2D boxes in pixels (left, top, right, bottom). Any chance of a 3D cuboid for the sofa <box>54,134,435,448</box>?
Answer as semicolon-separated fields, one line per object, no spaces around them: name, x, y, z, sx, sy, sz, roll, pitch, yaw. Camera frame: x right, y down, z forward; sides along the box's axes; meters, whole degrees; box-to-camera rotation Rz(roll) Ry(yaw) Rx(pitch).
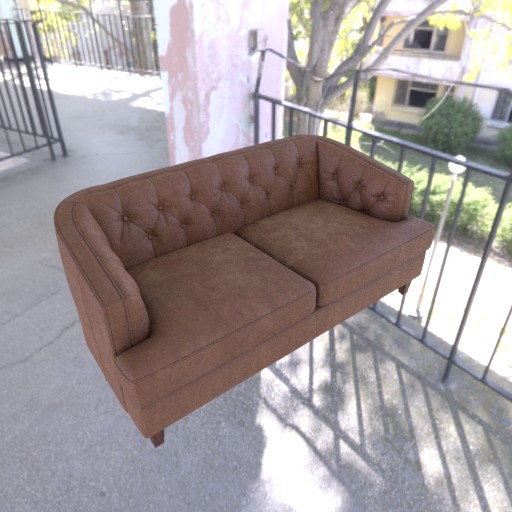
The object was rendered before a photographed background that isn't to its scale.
sofa;0.000;0.000;2.236;1.755;0.786;0.914;-23;39;-32
